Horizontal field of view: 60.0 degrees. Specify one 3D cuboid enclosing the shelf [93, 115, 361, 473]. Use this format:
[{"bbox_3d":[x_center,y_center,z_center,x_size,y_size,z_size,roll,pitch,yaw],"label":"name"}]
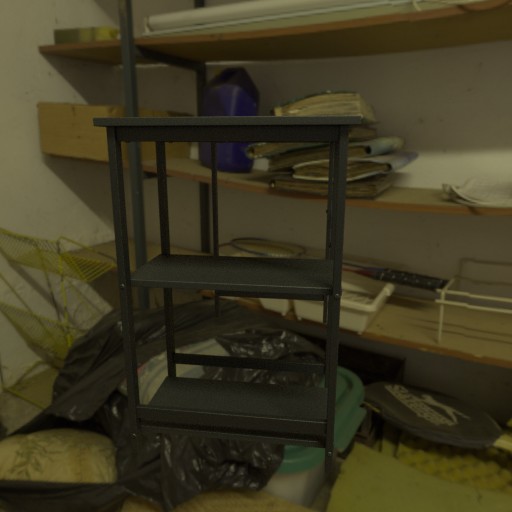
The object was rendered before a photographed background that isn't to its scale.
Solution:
[{"bbox_3d":[0.000,0.000,1.331,0.498,0.749,0.902,2,14,8],"label":"shelf"}]
